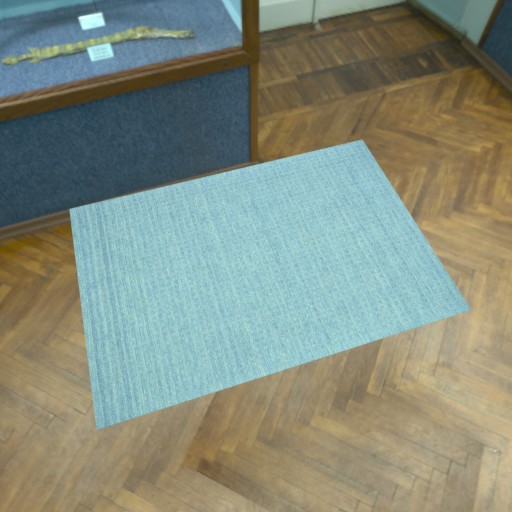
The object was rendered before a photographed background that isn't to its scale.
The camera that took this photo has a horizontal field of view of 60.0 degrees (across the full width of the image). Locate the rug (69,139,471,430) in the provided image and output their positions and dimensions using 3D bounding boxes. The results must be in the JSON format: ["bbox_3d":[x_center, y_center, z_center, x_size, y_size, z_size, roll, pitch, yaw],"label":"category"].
[{"bbox_3d":[0.000,0.000,3.730,2.895,0.006,1.982,-15,59,-9],"label":"rug"}]
